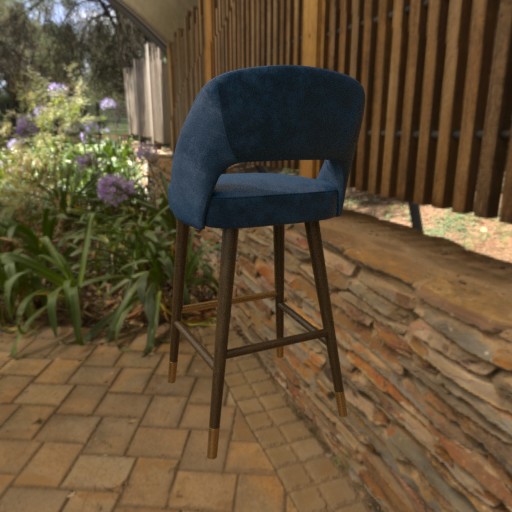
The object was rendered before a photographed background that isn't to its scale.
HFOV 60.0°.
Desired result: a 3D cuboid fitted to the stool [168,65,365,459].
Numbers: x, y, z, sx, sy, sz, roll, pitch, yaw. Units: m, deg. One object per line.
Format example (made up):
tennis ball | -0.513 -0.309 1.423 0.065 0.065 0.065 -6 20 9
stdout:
stool | 0.000 0.000 1.346 0.514 1.016 0.515 -7 17 -24
